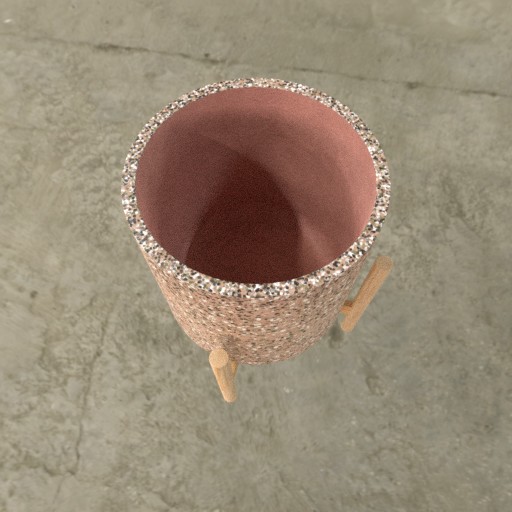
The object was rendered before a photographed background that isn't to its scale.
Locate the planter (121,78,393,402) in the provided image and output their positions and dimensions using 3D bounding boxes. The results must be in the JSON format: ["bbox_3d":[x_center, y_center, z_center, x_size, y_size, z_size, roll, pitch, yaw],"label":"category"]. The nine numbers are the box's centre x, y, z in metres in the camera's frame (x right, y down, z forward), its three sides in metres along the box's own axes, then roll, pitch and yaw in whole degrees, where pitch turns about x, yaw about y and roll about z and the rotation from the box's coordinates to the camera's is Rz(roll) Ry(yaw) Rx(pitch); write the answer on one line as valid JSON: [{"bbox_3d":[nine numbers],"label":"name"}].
[{"bbox_3d":[0.000,0.000,0.689,0.360,0.419,0.360,34,68,16],"label":"planter"}]
